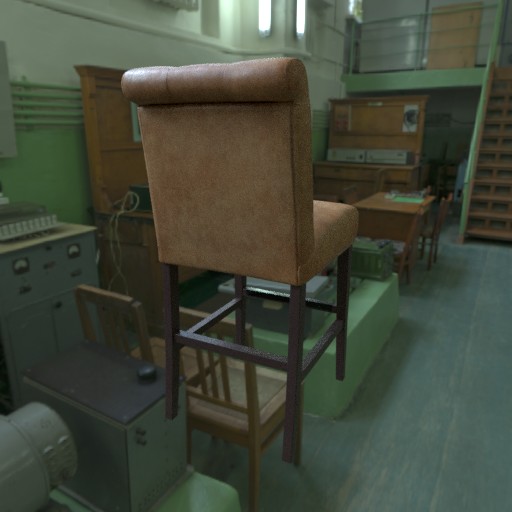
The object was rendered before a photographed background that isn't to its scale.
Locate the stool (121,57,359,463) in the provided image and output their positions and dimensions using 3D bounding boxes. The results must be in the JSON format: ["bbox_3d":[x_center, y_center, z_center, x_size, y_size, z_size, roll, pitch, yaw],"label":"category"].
[{"bbox_3d":[0.000,0.000,1.367,0.493,1.047,0.601,8,19,26],"label":"stool"}]
